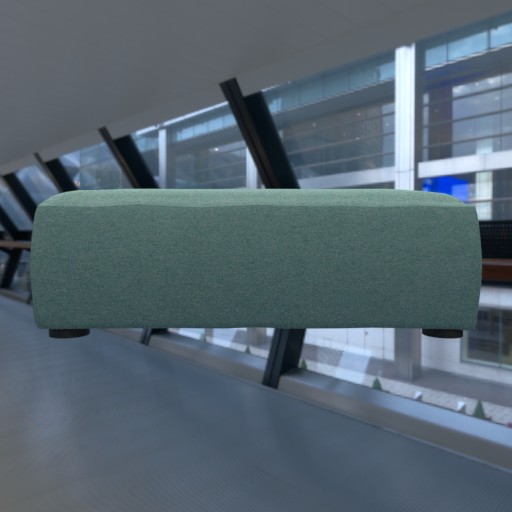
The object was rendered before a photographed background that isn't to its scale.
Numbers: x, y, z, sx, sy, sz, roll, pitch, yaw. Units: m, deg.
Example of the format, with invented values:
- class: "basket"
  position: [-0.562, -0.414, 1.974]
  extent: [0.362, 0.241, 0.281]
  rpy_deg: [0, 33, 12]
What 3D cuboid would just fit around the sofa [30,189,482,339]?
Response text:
- class: "sofa"
  position: [0.000, 0.000, 1.375]
  extent: [0.930, 0.330, 0.930]
  rpy_deg: [0, 1, 0]
